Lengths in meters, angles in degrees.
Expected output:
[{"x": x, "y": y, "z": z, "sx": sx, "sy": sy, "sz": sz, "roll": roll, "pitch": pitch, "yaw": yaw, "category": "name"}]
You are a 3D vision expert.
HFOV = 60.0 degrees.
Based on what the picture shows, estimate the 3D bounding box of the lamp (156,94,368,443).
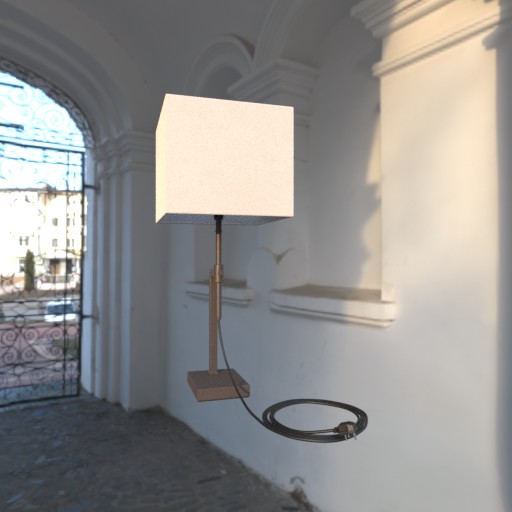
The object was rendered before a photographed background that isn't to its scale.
[{"x": 0.000, "y": 0.000, "z": 0.983, "sx": 0.399, "sy": 0.660, "sz": 0.504, "roll": 0, "pitch": 0, "yaw": -17, "category": "lamp"}]
